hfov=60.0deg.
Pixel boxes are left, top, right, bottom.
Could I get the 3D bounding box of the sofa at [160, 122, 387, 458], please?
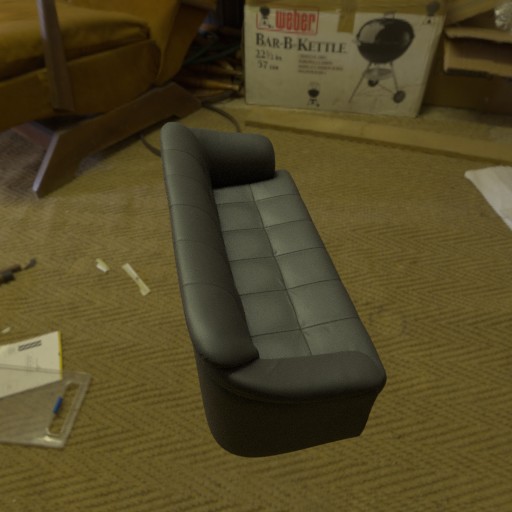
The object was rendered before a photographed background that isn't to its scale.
[{"bbox_3d":[0.000,0.000,2.298,0.800,0.811,1.829,-9,46,-9],"label":"sofa"}]
